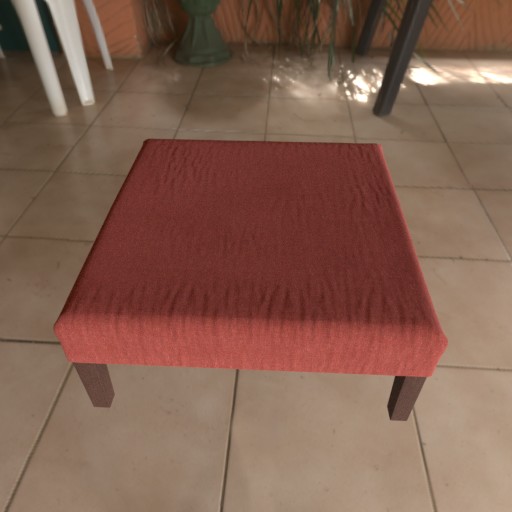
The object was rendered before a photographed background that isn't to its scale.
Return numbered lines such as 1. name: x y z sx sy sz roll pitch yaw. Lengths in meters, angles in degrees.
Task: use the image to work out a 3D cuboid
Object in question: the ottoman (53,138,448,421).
1. ottoman: 0.000 0.000 1.417 0.889 0.411 0.890 2 42 2
